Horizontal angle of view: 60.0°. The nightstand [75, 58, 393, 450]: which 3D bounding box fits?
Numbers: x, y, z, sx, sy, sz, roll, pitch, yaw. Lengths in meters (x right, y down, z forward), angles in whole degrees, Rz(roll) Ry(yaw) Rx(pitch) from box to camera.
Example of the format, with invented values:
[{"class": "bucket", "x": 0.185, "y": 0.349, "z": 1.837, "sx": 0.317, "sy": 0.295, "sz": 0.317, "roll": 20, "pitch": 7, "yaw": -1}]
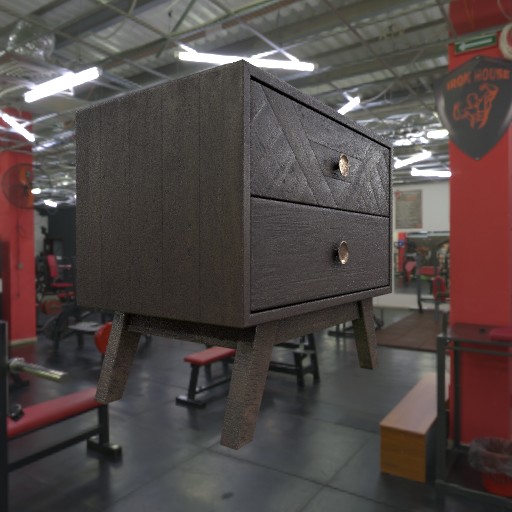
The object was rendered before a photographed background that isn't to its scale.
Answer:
[{"class": "nightstand", "x": 0.000, "y": 0.000, "z": 1.047, "sx": 0.450, "sy": 0.599, "sz": 0.650, "roll": 1, "pitch": 1, "yaw": 36}]
